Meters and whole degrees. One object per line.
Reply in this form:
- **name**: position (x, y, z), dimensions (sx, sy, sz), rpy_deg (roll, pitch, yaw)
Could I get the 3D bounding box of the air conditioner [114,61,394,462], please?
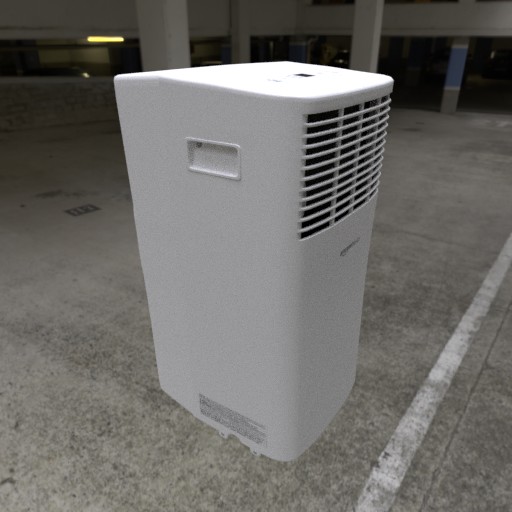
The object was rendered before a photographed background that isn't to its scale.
- **air conditioner**: position (0.000, 0.000, 0.773), dimensions (0.349, 0.606, 0.304), rpy_deg (18, 32, 31)
